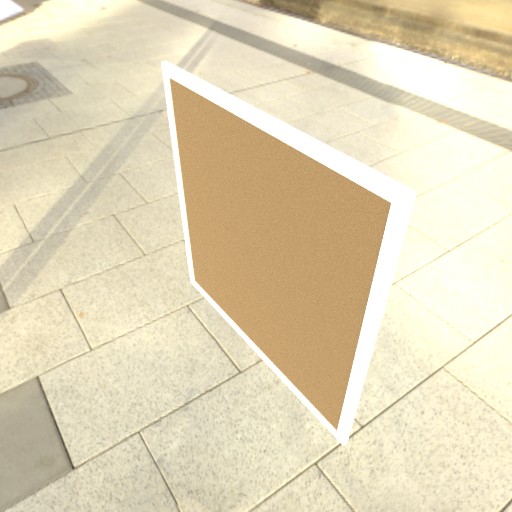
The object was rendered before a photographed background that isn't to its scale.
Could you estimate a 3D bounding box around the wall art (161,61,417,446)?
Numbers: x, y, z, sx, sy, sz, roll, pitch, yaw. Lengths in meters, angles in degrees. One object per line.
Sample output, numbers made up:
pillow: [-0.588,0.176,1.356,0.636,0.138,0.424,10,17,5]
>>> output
wall art: [0.000,0.000,1.200,0.015,0.812,0.812,-26,47,-27]
